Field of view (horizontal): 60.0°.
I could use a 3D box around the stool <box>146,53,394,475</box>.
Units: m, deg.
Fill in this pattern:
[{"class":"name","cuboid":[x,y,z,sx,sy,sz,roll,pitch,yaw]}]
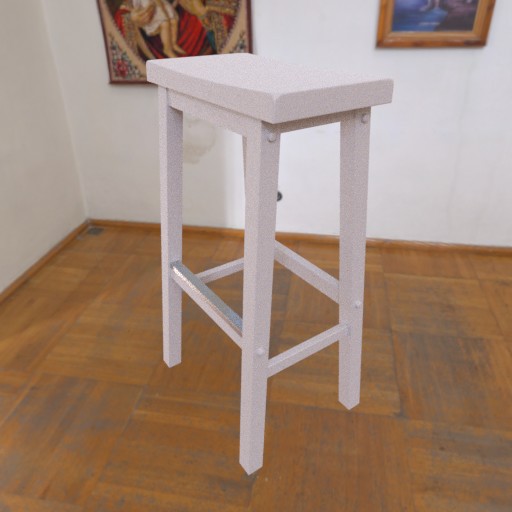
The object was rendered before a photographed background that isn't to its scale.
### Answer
[{"class":"stool","cuboid":[0.000,0.000,0.942,0.322,0.742,0.406,-20,36,-30]}]
